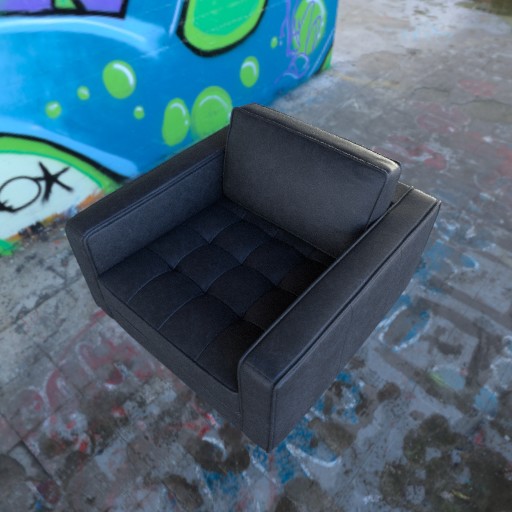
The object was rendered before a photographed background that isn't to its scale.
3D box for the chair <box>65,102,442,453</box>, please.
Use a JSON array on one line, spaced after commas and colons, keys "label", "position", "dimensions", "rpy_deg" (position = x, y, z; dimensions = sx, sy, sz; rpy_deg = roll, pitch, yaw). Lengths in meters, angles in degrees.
[{"label": "chair", "position": [0.000, 0.000, 1.576], "dimensions": [0.889, 0.763, 0.914], "rpy_deg": [32, 54, 27]}]
